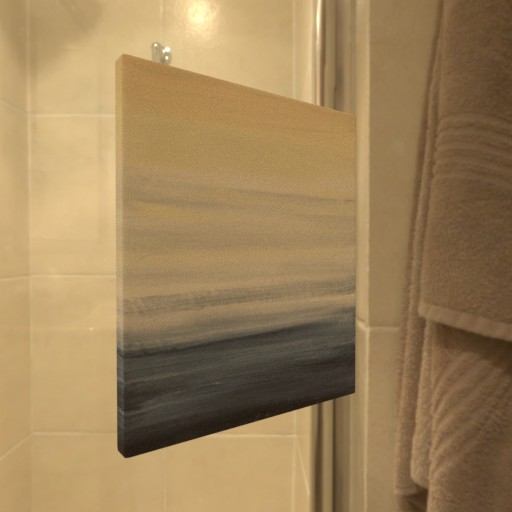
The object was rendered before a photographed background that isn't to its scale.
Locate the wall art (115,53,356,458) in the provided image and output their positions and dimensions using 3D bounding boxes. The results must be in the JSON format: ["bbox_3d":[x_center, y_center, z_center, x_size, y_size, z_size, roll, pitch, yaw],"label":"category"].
[{"bbox_3d":[0.000,0.000,0.969,0.608,0.710,0.041,-1,1,-37],"label":"wall art"}]
